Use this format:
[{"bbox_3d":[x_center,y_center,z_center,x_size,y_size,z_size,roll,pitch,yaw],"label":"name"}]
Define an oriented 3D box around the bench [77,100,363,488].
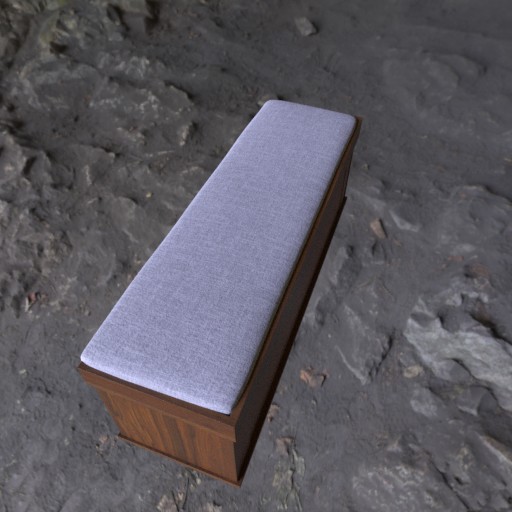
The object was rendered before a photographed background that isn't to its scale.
[{"bbox_3d":[0.000,0.000,1.398,0.367,0.468,1.196,15,49,14],"label":"bench"}]
